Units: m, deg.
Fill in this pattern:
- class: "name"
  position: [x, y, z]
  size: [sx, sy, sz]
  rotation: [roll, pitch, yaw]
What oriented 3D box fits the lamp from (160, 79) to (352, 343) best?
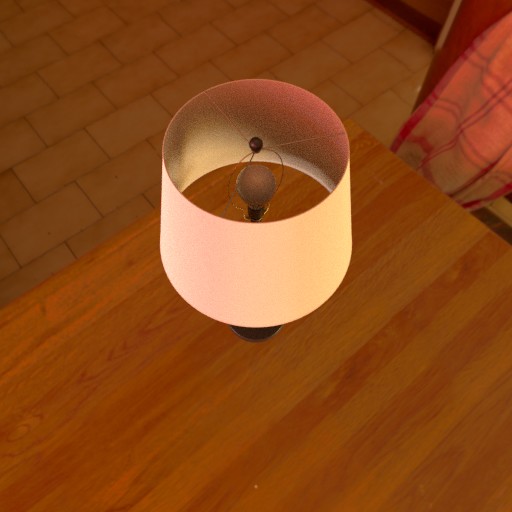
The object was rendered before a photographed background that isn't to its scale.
- class: "lamp"
  position: [0.000, 0.000, 0.918]
  size: [0.363, 0.696, 0.363]
  rotation: [0, 63, 0]
